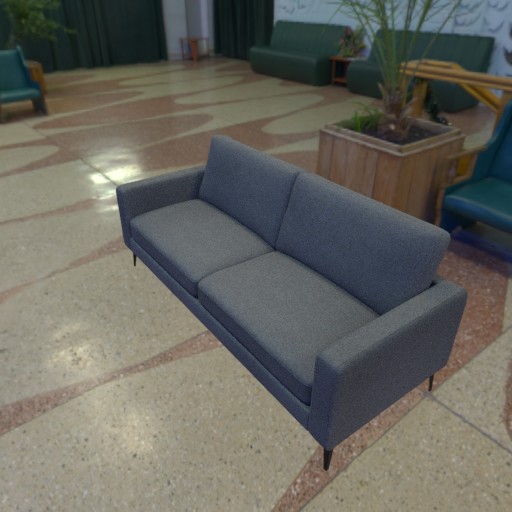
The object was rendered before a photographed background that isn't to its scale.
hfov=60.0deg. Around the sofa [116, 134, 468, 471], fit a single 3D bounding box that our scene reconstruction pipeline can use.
[{"bbox_3d":[0.000,0.000,2.358,0.774,0.828,1.925,-21,37,-30],"label":"sofa"}]
